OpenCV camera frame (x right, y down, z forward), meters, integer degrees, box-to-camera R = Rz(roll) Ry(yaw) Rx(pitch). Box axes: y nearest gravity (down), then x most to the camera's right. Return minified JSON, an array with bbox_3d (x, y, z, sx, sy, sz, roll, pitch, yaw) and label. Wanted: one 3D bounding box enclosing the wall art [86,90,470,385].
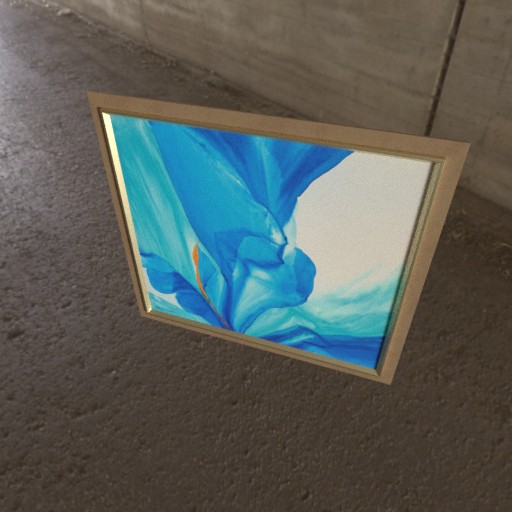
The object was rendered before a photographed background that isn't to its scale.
[{"bbox_3d":[0.000,0.000,1.629,1.168,1.067,0.025,12,41,15],"label":"wall art"}]
